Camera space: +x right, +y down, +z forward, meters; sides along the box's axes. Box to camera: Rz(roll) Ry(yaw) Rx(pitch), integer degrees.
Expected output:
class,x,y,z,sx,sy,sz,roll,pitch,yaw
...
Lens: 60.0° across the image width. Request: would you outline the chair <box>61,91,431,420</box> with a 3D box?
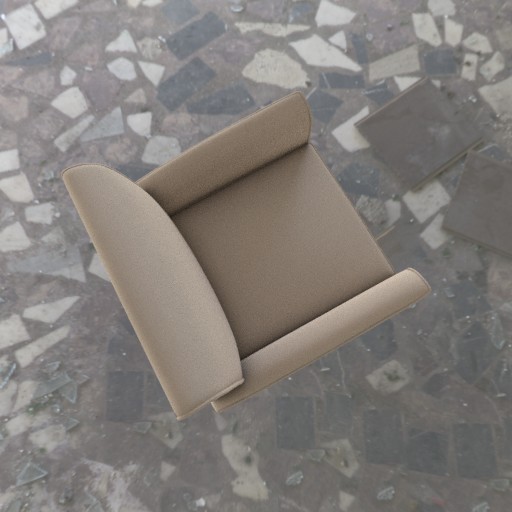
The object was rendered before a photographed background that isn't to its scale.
class,x,y,z,sx,sy,sz,roll,pitch,yaw
chair,0.000,0.000,1.581,0.820,0.915,0.820,-28,77,-7
